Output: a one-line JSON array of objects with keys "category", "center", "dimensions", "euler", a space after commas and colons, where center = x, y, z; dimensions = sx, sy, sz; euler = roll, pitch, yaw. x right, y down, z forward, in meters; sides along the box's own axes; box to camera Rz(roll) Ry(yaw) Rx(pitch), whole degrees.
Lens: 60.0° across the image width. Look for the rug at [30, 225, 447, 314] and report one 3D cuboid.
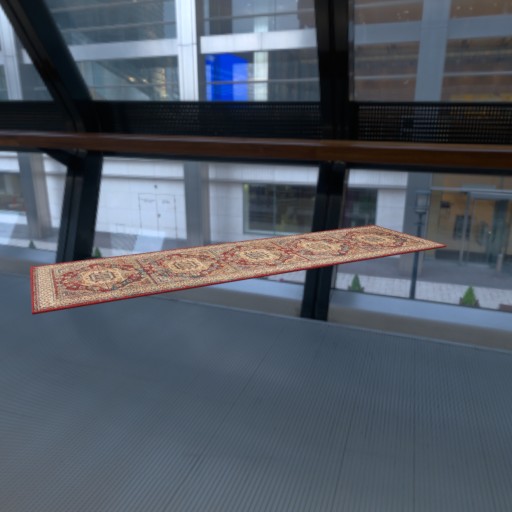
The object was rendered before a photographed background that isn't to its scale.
[{"category": "rug", "center": [0.000, 0.000, 2.512], "dimensions": [2.292, 0.015, 0.659], "euler": [-8, 18, -25]}]
